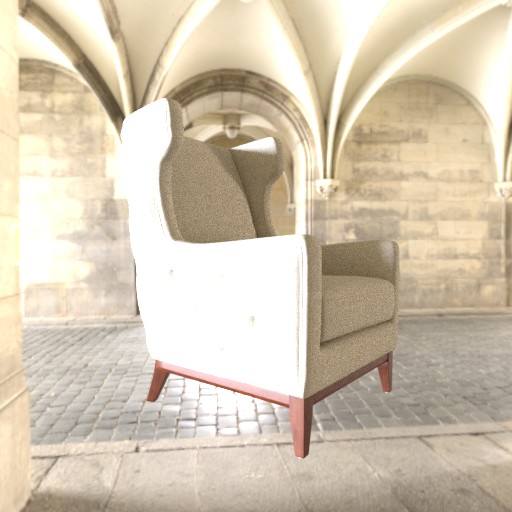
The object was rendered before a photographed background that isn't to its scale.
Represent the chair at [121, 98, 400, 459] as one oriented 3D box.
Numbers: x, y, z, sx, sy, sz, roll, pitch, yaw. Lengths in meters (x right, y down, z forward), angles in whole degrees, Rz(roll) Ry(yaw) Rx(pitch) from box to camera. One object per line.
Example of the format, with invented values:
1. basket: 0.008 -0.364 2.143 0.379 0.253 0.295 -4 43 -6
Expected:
1. chair: 0.000 0.000 1.702 0.899 1.079 0.778 1 1 36
